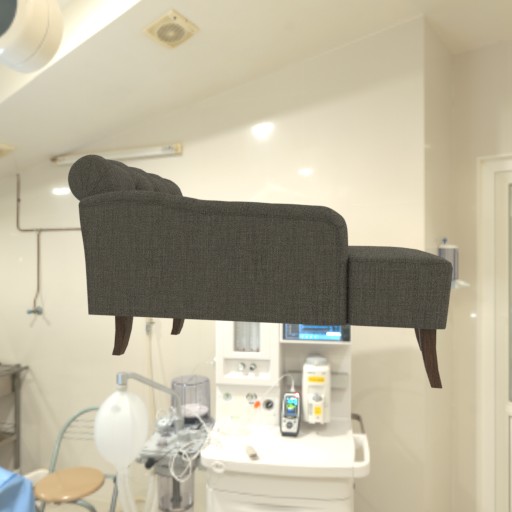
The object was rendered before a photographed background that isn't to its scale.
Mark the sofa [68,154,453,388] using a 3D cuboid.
[{"bbox_3d":[0.000,0.000,1.773,1.379,0.787,0.675,0,0,17],"label":"sofa"}]
